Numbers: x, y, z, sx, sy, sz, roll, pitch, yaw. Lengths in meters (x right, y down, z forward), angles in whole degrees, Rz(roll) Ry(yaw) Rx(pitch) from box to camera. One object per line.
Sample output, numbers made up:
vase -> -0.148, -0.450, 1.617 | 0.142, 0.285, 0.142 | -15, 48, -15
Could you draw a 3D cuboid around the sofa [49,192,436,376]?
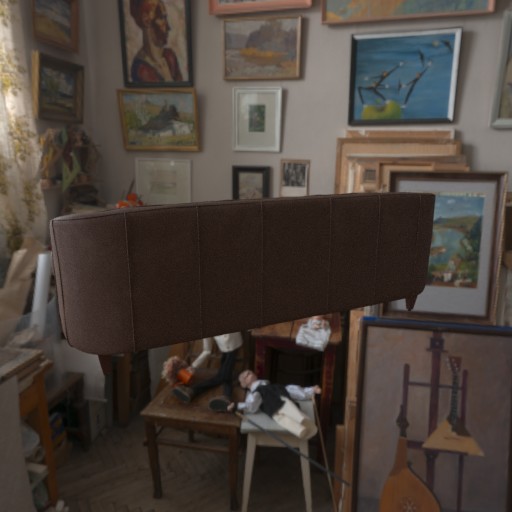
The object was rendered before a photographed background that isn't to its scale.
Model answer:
sofa -> 0.000, 0.000, 2.674 | 2.227, 0.787, 0.927 | -7, 15, -26
